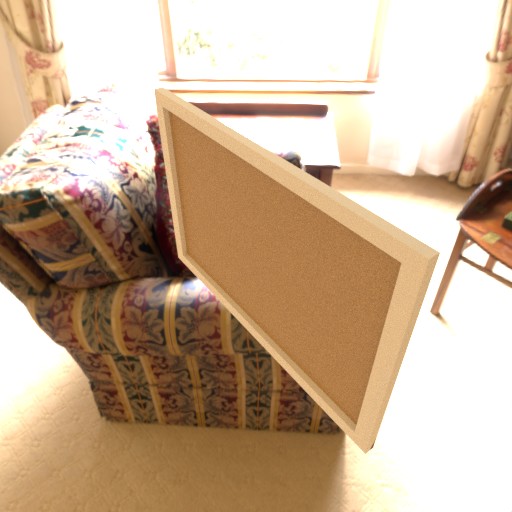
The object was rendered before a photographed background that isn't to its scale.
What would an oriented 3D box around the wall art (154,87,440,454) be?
[{"bbox_3d":[0.000,0.000,1.443,0.038,0.767,1.144,-25,46,-27],"label":"wall art"}]
